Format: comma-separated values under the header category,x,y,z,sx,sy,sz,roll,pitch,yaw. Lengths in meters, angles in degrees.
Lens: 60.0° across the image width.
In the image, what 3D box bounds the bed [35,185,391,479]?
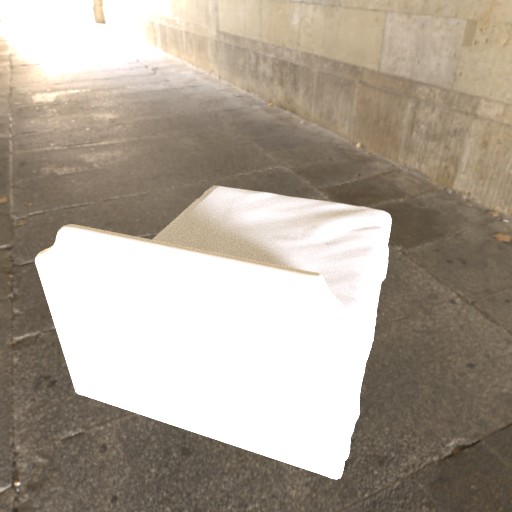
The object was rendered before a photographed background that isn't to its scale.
category,x,y,z,sx,sy,sz,roll,pitch,yaw
bed,0.000,0.000,3.744,2.134,1.524,2.548,11,34,17
